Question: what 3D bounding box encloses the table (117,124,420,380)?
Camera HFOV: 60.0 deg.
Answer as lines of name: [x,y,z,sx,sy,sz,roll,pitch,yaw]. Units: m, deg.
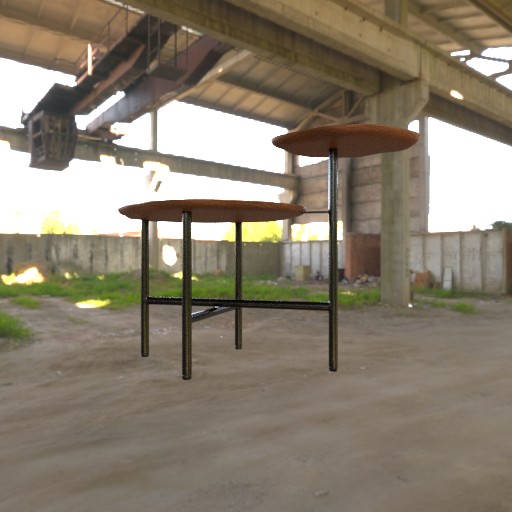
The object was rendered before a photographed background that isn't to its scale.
table: [0.000,0.000,1.092,0.759,0.538,0.442,0,0,19]
